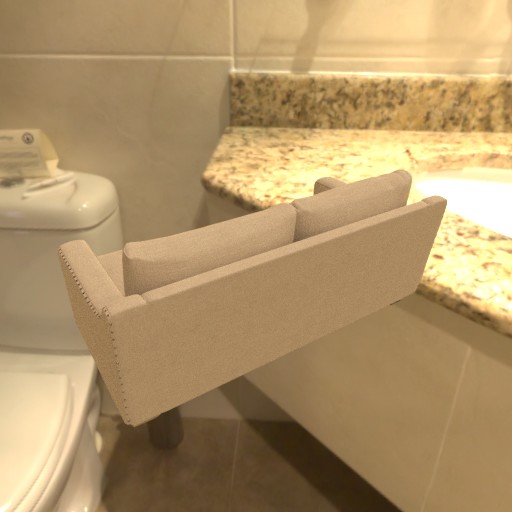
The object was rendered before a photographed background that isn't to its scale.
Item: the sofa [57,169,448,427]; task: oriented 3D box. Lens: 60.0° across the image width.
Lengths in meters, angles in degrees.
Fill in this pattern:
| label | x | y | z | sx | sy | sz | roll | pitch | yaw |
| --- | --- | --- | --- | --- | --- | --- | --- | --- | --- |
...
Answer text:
| label | x | y | z | sx | sy | sz | roll | pitch | yaw |
| --- | --- | --- | --- | --- | --- | --- | --- | --- | --- |
| sofa | 0.000 | 0.000 | 2.772 | 2.107 | 0.983 | 1.104 | -18 | 35 | -28 |
